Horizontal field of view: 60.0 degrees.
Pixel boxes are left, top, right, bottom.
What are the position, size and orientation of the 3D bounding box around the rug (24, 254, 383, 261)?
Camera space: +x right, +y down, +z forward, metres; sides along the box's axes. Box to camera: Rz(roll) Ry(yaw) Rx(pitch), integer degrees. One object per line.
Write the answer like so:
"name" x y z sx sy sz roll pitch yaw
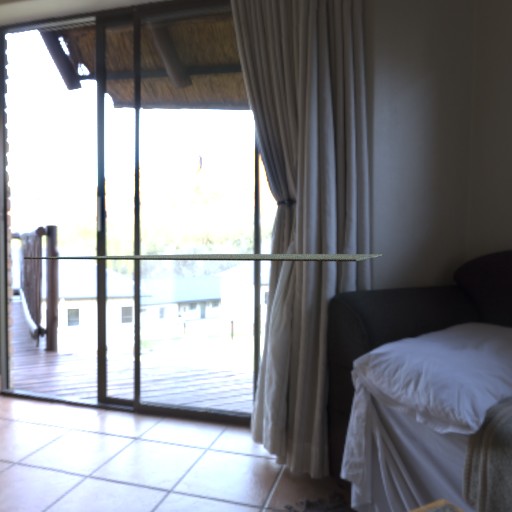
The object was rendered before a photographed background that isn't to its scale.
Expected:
"rug" 0.000 0.000 2.197 1.143 0.006 1.747 0 1 18
